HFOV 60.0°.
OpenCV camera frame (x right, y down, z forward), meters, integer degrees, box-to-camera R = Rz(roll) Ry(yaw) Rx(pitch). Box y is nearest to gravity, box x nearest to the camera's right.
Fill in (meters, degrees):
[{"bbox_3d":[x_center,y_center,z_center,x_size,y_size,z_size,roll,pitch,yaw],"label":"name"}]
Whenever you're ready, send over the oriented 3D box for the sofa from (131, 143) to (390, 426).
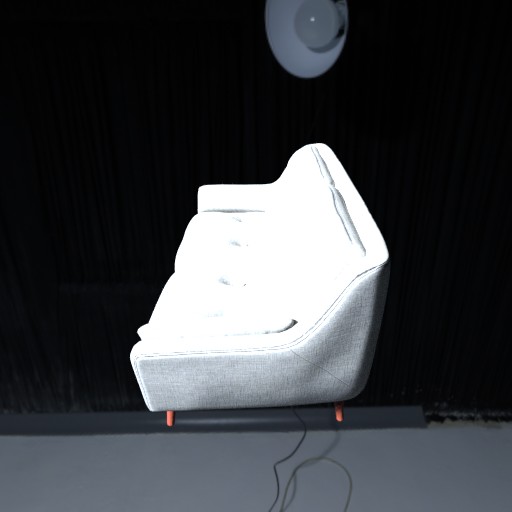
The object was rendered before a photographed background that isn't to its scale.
[{"bbox_3d":[0.000,0.000,2.440,0.976,0.897,1.930,0,26,1],"label":"sofa"}]
